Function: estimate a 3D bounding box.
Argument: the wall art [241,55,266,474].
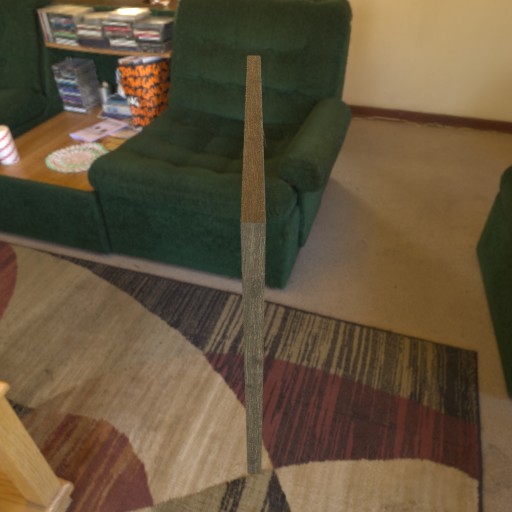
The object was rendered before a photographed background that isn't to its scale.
[{"bbox_3d":[0.000,0.000,0.688,0.027,0.459,0.462,0,40,0],"label":"wall art"}]
